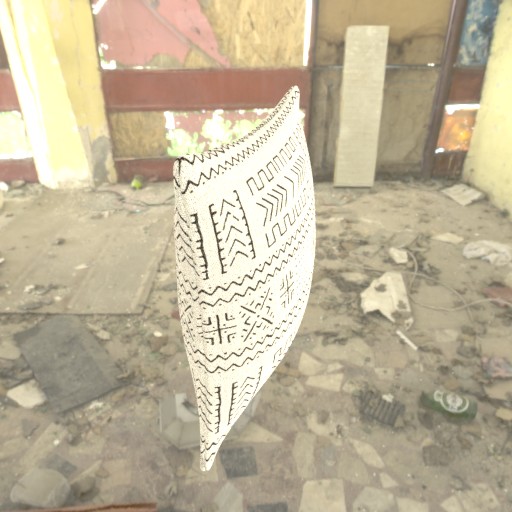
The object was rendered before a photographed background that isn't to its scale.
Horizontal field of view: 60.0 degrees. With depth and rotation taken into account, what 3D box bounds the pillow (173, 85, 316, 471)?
[{"bbox_3d":[0.000,0.000,0.663,0.164,0.430,0.438,9,31,16],"label":"pillow"}]
